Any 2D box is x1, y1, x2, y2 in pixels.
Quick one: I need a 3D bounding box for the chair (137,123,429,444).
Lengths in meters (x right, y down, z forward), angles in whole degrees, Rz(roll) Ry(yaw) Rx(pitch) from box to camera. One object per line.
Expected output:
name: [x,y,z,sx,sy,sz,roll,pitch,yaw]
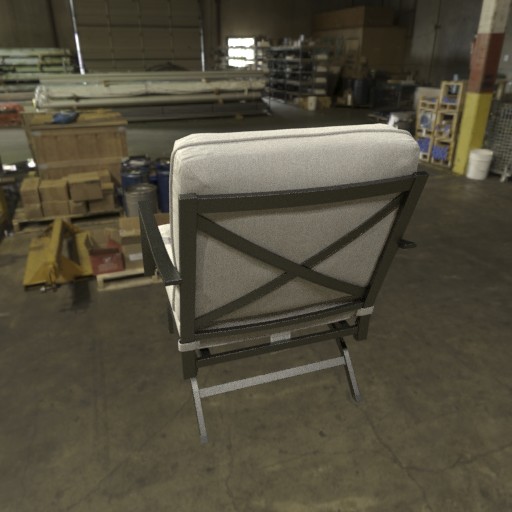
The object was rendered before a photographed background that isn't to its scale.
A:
chair: [0.000,0.000,1.397,0.650,0.860,0.787,-8,26,-17]
